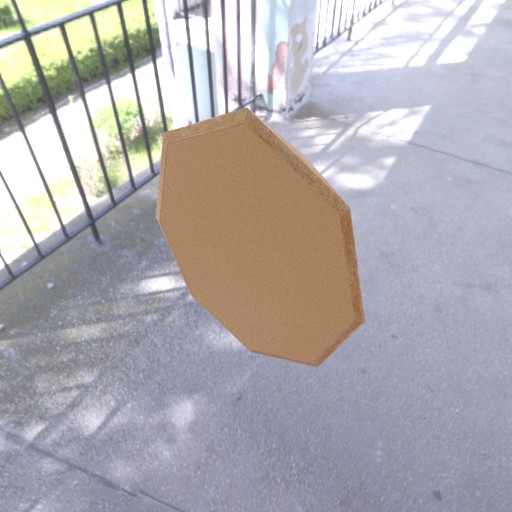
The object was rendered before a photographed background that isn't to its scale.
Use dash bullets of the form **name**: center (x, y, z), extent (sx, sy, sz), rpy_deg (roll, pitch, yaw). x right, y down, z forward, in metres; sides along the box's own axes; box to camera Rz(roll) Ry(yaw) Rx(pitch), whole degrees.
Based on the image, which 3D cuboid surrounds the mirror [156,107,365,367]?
- **mirror**: center (0.000, 0.000, 1.038), extent (0.577, 0.774, 0.070), rpy_deg (26, 52, 22)
